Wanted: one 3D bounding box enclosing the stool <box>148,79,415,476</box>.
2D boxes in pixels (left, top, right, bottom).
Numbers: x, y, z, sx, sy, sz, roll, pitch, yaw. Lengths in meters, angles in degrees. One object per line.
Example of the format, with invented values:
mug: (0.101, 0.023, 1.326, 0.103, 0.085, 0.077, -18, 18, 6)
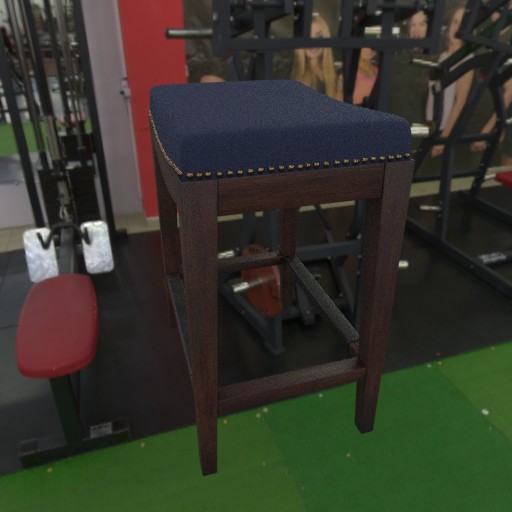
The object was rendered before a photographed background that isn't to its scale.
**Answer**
stool: (0.000, 0.000, 0.939, 0.361, 0.642, 0.500, -8, 30, -15)
